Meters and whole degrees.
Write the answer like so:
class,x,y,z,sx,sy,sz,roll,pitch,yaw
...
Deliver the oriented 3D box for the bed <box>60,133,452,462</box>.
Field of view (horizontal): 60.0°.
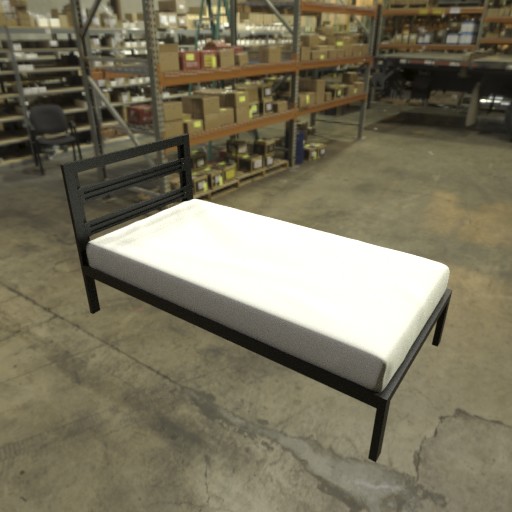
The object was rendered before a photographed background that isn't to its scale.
class,x,y,z,sx,sy,sz,roll,pitch,yaw
bed,0.000,0.000,2.499,1.930,0.967,0.991,18,32,31
